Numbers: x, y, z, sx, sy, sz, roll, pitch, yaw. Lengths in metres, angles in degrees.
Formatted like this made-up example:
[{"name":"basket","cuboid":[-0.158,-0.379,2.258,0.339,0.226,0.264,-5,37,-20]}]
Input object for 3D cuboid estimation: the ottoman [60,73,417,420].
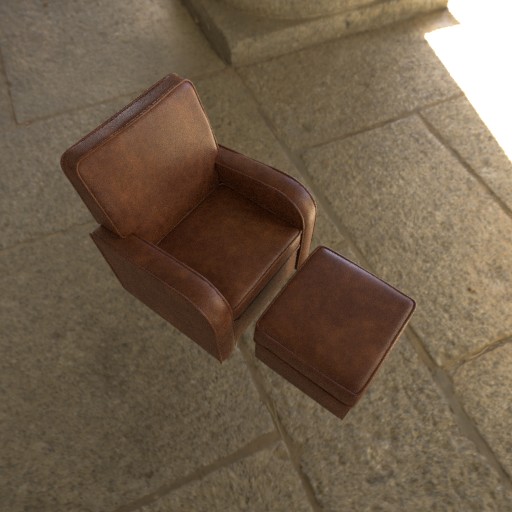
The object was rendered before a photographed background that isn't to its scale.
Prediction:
[{"name":"ottoman","cuboid":[0.000,0.000,1.866,1.314,0.904,0.732,33,64,18]}]
